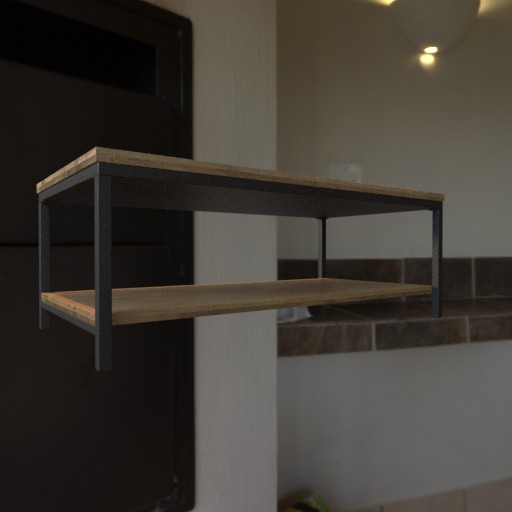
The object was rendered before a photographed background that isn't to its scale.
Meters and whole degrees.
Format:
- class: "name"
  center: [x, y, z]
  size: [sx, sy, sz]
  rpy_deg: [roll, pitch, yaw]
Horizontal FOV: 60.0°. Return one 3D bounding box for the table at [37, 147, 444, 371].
- class: "table"
  center: [0.000, 0.000, 1.330]
  size: [1.100, 0.399, 0.551]
  rpy_deg: [-1, 1, -36]
